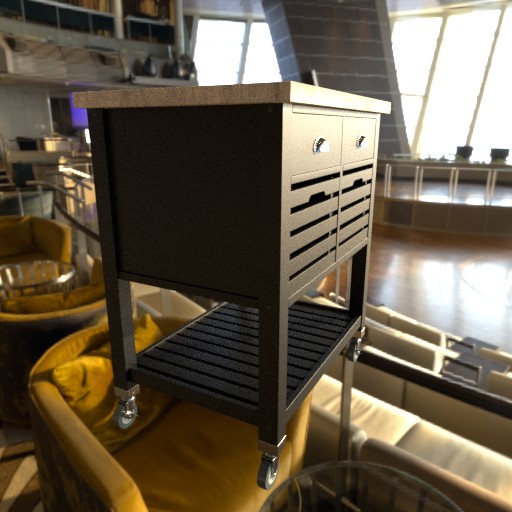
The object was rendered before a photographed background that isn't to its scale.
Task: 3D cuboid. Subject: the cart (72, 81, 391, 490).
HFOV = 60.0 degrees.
[{"bbox_3d":[0.000,0.000,1.370,0.567,0.920,0.797,9,18,28],"label":"cart"}]
